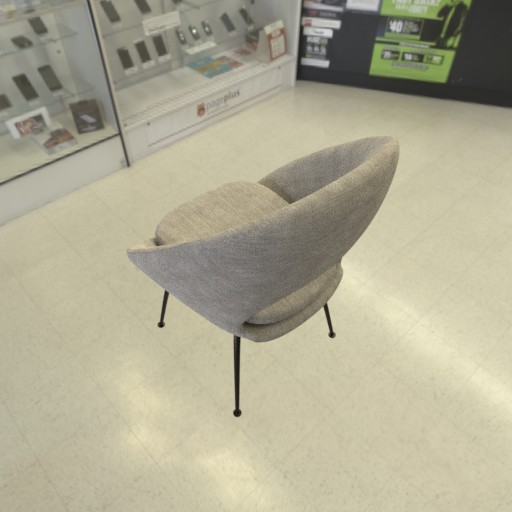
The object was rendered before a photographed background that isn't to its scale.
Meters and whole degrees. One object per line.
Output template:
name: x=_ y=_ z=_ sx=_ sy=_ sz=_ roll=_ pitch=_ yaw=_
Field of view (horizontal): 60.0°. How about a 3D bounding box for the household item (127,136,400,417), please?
household item: x=0.000 y=0.000 z=1.270 sx=0.643 sy=0.869 sz=0.587 roll=-32 pitch=55 yaw=-26
